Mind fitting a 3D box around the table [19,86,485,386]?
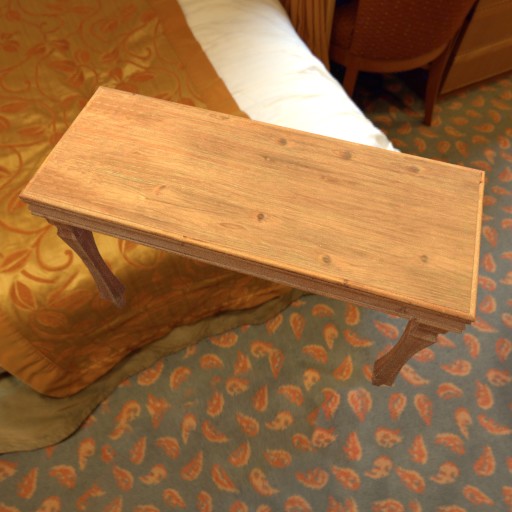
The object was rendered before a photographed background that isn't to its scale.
[{"bbox_3d":[0.000,0.000,1.725,1.330,0.873,0.522,15,61,9],"label":"table"}]
